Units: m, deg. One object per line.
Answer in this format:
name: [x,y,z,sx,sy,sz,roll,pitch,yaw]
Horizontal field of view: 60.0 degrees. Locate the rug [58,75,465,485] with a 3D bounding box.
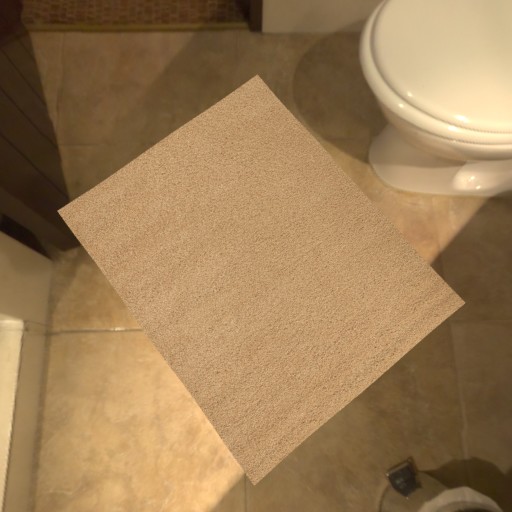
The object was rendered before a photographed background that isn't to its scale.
rug: [0.000,0.000,4.075,2.400,0.026,3.000,-37,78,-9]
